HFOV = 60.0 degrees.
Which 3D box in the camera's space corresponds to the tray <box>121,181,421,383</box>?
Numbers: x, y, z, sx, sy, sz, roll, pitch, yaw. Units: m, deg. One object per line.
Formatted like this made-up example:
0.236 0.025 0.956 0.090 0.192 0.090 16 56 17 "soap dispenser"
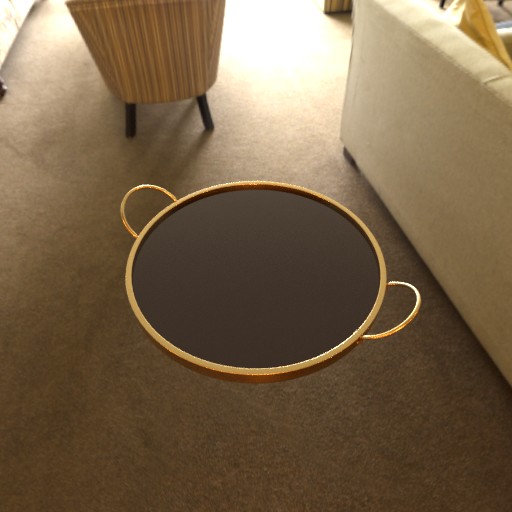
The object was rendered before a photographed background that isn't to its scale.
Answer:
0.000 0.000 0.755 0.543 0.069 0.438 23 50 20 "tray"
